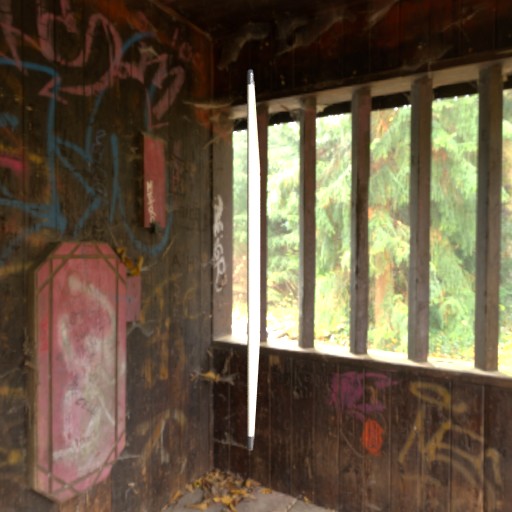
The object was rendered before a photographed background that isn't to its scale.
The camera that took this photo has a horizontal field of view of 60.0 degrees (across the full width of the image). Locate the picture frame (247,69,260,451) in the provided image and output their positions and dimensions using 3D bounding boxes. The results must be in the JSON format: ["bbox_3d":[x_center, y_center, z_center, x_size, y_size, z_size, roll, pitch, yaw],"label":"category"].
[{"bbox_3d":[0.000,0.000,1.140,0.010,0.600,0.900,0,1,1],"label":"picture frame"}]
